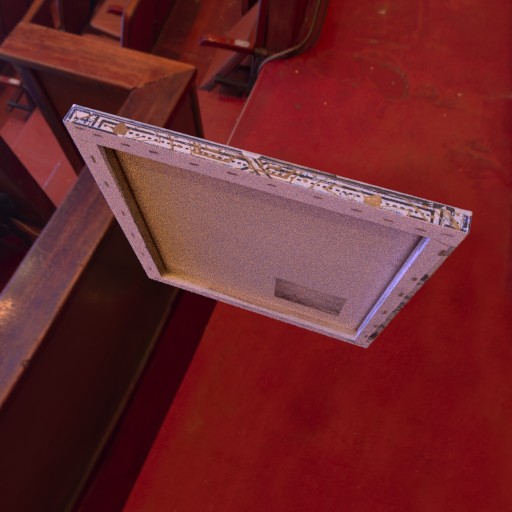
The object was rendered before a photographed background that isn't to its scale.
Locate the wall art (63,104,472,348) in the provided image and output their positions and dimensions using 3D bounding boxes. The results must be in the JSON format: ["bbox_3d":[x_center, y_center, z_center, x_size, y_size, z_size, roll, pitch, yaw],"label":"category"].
[{"bbox_3d":[0.000,0.000,0.908,0.609,0.607,0.036,17,65,8],"label":"wall art"}]
